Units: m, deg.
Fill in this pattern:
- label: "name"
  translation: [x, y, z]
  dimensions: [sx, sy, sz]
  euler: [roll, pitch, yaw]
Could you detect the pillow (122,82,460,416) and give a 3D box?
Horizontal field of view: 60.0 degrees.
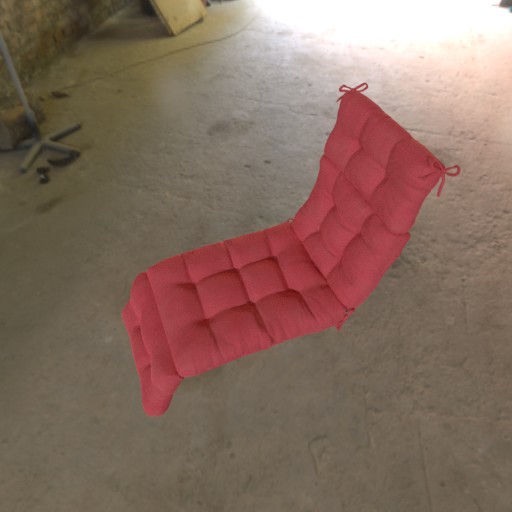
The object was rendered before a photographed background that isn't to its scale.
- label: "pillow"
  translation: [0.000, 0.000, 1.527]
  dimensions: [1.016, 0.863, 0.526]
  euler: [-17, 50, -14]
